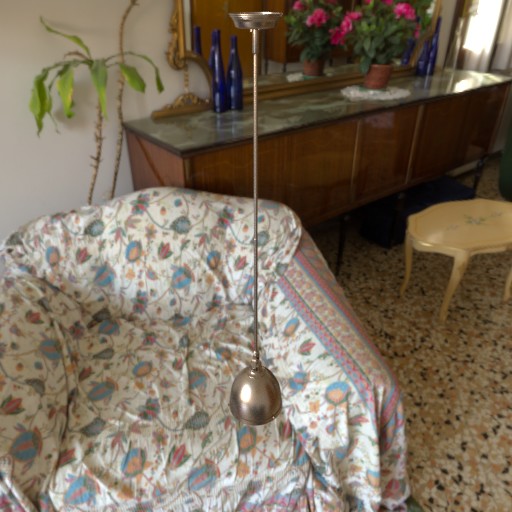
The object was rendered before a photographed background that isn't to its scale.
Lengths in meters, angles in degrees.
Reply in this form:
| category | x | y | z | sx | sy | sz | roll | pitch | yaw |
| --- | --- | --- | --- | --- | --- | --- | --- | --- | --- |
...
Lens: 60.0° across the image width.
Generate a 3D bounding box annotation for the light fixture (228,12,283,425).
| category | x | y | z | sx | sy | sz | roll | pitch | yaw |
| --- | --- | --- | --- | --- | --- | --- | --- | --- | --- |
| light fixture | 0.000 | 0.000 | 1.422 | 0.211 | 1.367 | 0.217 | 8 | 32 | 13 |
